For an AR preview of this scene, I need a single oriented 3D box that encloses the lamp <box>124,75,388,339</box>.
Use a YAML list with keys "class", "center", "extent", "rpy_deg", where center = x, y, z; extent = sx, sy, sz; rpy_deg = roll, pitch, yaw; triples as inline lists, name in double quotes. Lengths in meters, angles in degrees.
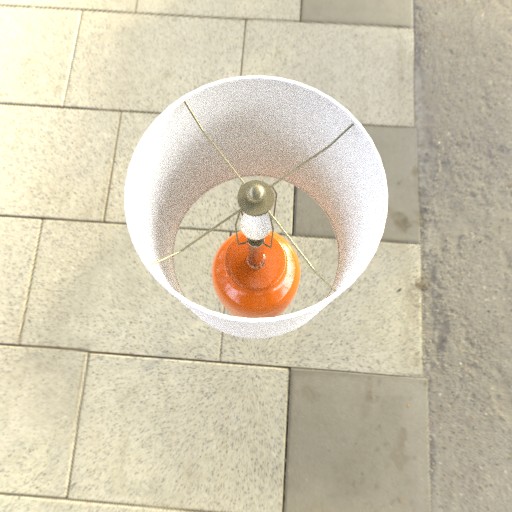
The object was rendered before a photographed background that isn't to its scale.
- class: "lamp"
  center: [0.000, 0.000, 1.124]
  extent: [0.418, 0.871, 0.418]
  rpy_deg: [2, 76, 0]
